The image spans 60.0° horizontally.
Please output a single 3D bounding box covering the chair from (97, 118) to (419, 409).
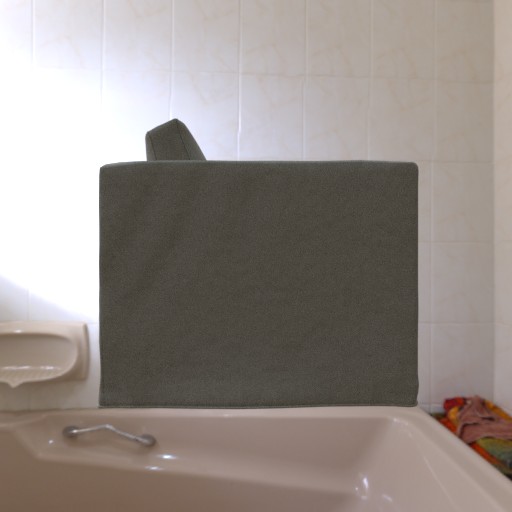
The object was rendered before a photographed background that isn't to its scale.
[{"bbox_3d":[0.000,0.000,1.769,0.949,0.863,1.057,0,0,-1],"label":"chair"}]
